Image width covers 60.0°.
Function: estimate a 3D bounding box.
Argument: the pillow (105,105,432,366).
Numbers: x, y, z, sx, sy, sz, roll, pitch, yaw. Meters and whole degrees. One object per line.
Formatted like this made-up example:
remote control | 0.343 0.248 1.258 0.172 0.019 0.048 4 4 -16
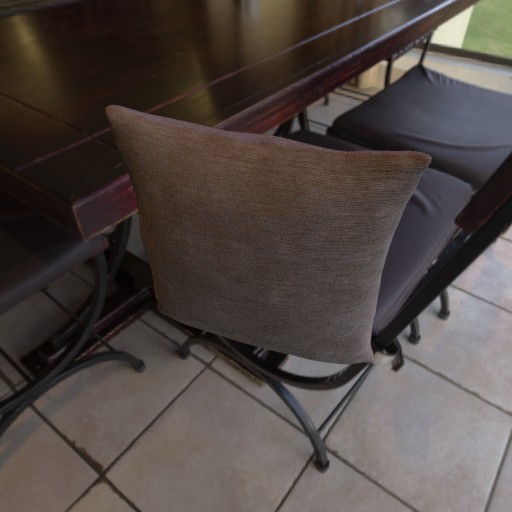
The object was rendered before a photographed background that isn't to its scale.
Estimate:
pillow | 0.000 0.000 0.720 0.452 0.439 0.204 13 44 14
